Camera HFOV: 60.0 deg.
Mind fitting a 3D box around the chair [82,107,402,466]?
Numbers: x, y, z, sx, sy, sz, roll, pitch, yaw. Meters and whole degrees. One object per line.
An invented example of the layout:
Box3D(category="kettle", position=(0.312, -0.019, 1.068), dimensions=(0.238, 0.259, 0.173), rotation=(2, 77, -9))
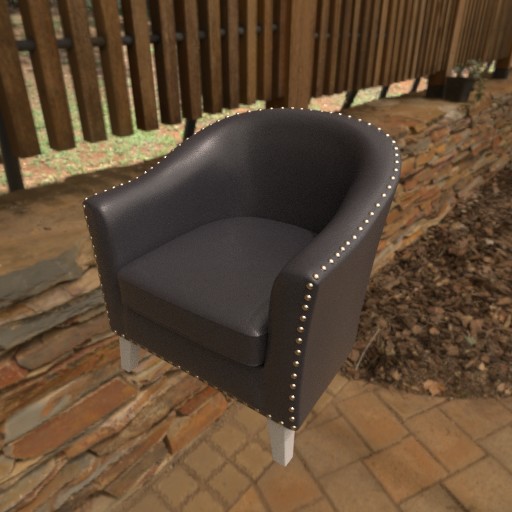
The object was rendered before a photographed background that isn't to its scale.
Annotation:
Box3D(category="chair", position=(0.000, 0.000, 1.449), dimensions=(0.794, 0.823, 0.748), rotation=(19, 33, 31))
